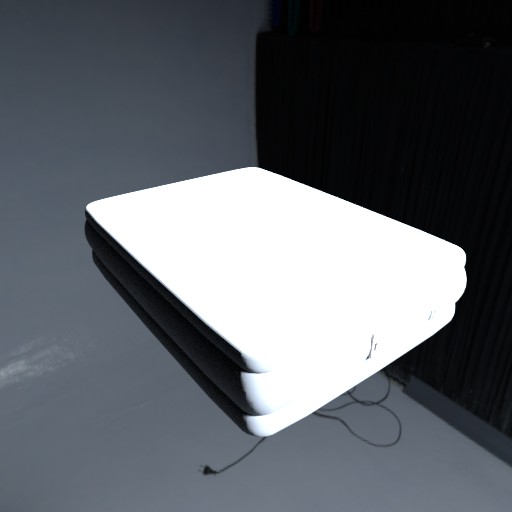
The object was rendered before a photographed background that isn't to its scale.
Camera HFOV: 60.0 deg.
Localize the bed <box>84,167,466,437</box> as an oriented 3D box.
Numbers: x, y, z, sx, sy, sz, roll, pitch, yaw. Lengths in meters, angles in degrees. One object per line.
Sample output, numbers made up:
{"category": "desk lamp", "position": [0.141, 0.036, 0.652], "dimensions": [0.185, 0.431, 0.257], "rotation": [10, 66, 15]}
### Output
{"category": "bed", "position": [0.000, 0.000, 2.710], "dimensions": [1.520, 0.460, 2.036], "rotation": [-20, 34, -32]}
